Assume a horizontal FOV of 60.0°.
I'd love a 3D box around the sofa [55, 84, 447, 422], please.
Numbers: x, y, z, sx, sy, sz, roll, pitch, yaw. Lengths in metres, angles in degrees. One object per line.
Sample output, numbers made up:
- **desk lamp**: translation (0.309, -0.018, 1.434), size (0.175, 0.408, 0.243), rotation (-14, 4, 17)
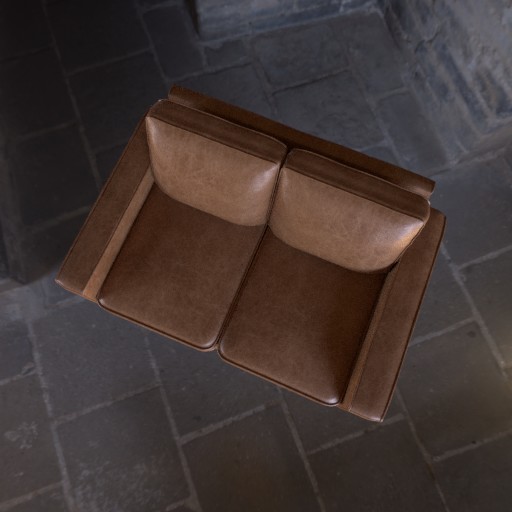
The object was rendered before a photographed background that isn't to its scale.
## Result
- **sofa**: translation (0.000, 0.000, 2.113), size (1.532, 0.896, 1.020), rotation (22, 77, 5)
